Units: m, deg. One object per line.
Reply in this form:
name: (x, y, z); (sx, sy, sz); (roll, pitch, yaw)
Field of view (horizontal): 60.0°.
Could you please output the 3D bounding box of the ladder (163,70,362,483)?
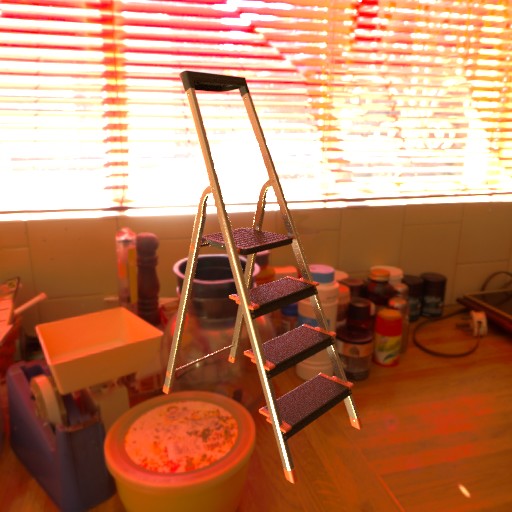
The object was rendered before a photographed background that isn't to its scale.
ladder: (0.000, 0.000, 1.818); (0.452, 1.429, 0.834); (-15, 21, -43)
